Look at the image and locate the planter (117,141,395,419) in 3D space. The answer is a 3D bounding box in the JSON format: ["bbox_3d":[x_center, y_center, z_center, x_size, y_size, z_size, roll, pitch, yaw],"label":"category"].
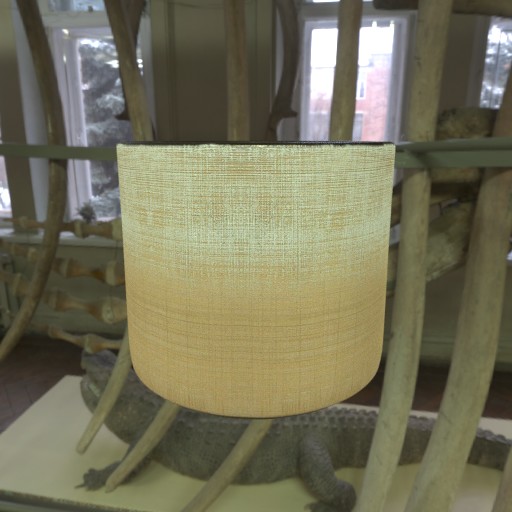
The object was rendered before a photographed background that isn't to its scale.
[{"bbox_3d":[0.000,0.000,0.441,0.254,0.221,0.254,0,15,0],"label":"planter"}]
